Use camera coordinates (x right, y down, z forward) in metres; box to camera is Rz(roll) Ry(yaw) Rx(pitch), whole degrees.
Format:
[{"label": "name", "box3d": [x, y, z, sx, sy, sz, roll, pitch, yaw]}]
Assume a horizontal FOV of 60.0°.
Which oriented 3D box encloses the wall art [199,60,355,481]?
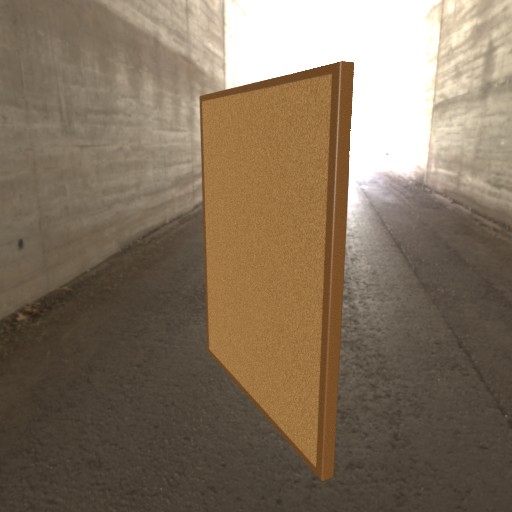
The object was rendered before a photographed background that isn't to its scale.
[{"label": "wall art", "box3d": [0.000, 0.000, 0.752, 0.021, 0.550, 0.449, -7, 16, -26]}]
